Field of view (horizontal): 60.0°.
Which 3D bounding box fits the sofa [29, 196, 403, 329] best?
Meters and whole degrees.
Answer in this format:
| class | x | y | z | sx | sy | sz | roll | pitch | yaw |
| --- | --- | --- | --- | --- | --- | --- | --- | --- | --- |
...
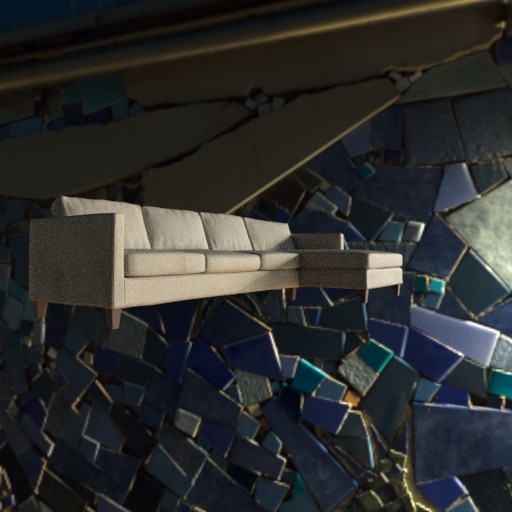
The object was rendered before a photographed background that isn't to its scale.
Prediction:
| class | x | y | z | sx | sy | sz | roll | pitch | yaw |
| --- | --- | --- | --- | --- | --- | --- | --- | --- | --- |
| sofa | 0.000 | 0.000 | 3.898 | 1.625 | 0.846 | 3.186 | 0 | 0 | 35 |
